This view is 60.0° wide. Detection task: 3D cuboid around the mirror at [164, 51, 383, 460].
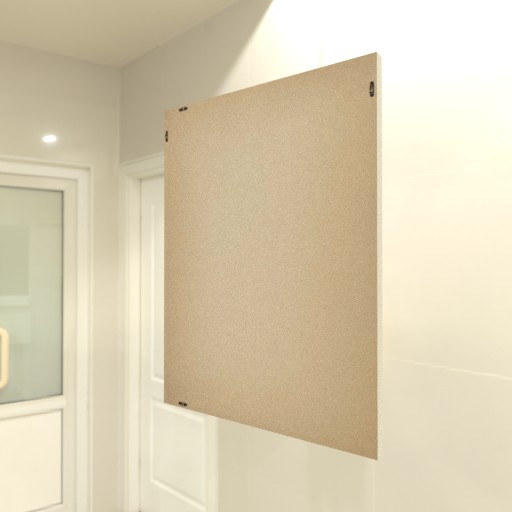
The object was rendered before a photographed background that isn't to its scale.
[{"bbox_3d":[0.000,0.000,1.334,0.762,1.016,0.041,0,-1,35],"label":"mirror"}]
